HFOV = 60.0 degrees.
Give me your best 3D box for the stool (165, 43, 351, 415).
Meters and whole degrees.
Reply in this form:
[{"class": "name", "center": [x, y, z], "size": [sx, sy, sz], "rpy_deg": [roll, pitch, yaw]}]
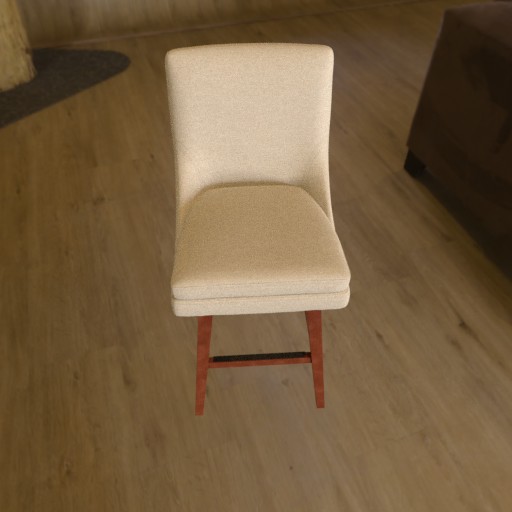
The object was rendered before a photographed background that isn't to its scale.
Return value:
[{"class": "stool", "center": [0.000, 0.000, 1.392], "size": [0.470, 1.092, 0.559], "rpy_deg": [-3, 46, -2]}]
